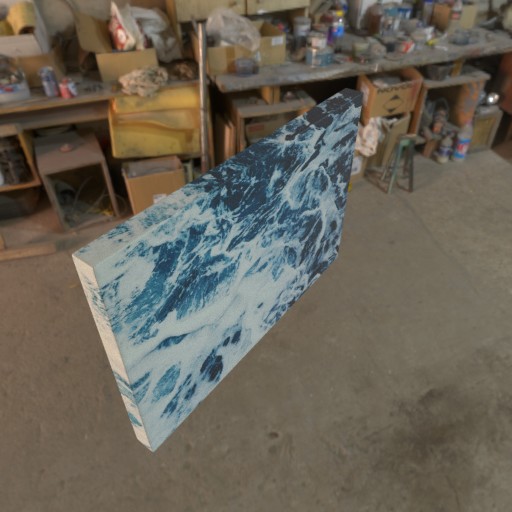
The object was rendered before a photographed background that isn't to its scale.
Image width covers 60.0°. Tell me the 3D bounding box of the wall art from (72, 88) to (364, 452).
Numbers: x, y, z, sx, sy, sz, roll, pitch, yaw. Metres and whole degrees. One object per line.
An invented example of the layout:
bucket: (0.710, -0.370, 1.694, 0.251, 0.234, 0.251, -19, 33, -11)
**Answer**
wall art: (0.000, 0.000, 0.780, 0.043, 0.407, 0.609, 26, 47, 27)
